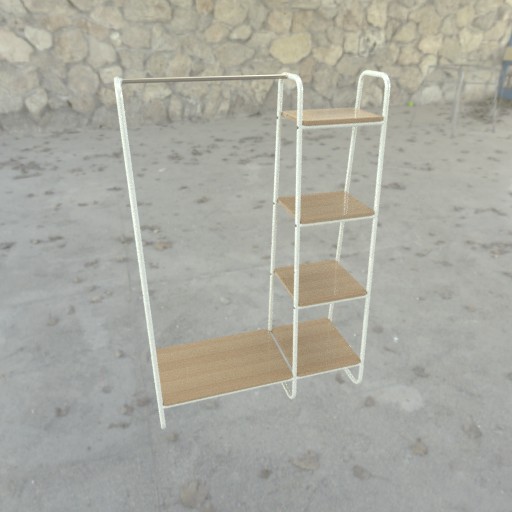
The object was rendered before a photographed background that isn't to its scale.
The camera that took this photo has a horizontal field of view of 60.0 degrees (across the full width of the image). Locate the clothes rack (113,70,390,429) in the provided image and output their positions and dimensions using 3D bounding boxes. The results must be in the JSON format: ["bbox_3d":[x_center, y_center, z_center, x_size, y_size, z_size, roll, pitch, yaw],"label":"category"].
[{"bbox_3d":[0.000,0.000,1.972,1.011,1.500,0.400,-8,28,-15],"label":"clothes rack"}]
